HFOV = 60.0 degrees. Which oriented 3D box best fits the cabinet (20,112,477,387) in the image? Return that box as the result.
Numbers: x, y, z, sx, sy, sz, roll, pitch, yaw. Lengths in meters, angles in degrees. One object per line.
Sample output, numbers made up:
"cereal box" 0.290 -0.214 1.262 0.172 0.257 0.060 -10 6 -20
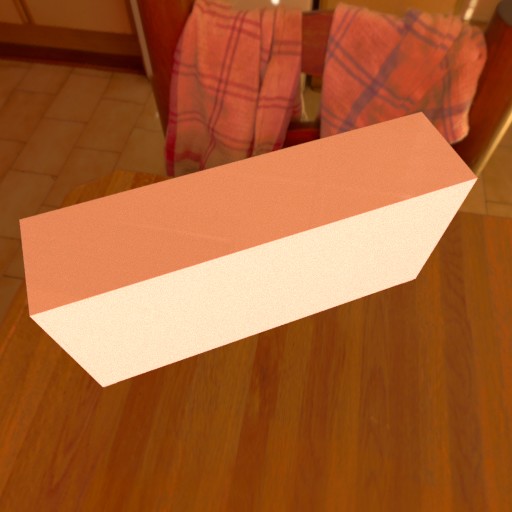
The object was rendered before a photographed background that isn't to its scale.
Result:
"cabinet" 0.000 0.000 1.971 1.650 0.800 0.400 -17 59 -11
